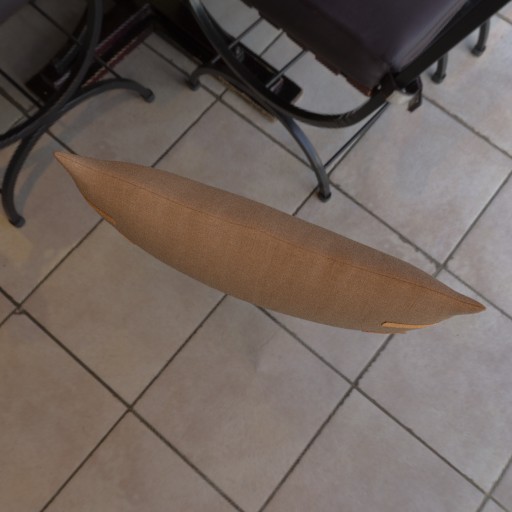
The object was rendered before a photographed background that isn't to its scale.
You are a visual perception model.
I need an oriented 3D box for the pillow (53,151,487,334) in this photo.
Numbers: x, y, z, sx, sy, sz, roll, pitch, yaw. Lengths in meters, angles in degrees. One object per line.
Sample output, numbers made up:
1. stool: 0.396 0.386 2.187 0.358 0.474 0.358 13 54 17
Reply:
1. pillow: 0.000 0.000 0.718 0.612 0.308 0.148 20 76 5
